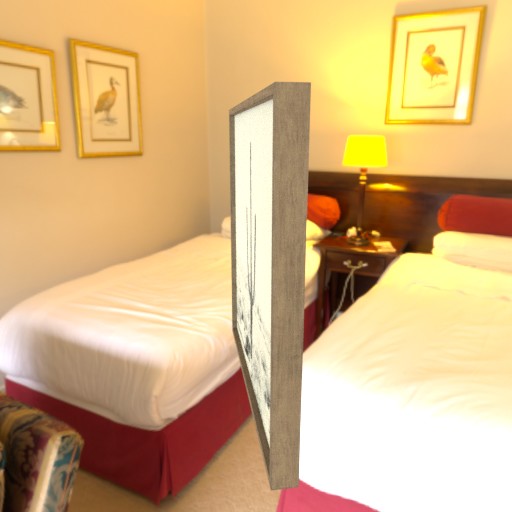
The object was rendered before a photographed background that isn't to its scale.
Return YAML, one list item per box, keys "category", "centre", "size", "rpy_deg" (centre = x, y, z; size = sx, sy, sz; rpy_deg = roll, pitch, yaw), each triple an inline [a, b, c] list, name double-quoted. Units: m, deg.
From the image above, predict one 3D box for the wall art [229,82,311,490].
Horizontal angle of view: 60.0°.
- category: "wall art"
  centre: [0.000, 0.000, 0.767]
  size: [0.038, 0.508, 0.508]
  rpy_deg: [-2, 15, -8]
